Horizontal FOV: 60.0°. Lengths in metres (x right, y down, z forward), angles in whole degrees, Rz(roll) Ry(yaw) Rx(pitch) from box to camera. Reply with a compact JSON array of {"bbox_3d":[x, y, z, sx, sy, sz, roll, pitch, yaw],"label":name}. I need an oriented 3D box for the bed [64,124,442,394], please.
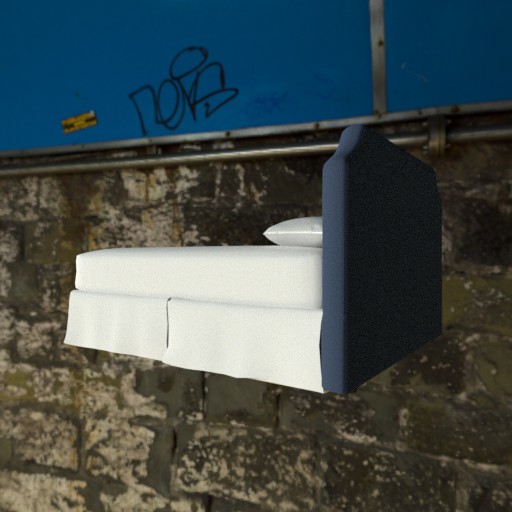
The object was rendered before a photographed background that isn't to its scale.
[{"bbox_3d":[0.000,0.000,3.331,2.260,1.297,1.831,0,0,35],"label":"bed"}]
